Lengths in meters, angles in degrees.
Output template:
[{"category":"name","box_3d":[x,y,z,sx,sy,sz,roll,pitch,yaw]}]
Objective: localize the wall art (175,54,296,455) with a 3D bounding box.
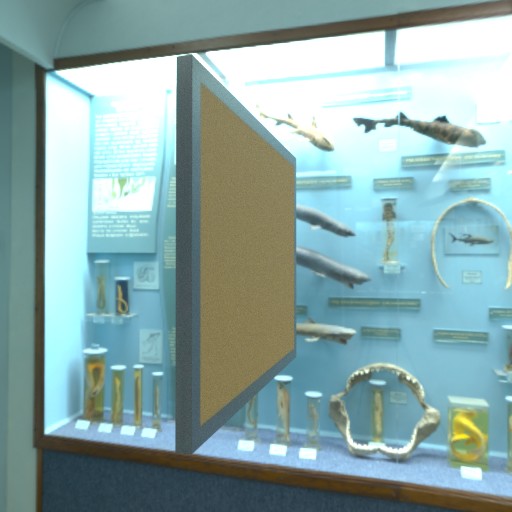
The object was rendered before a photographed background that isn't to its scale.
[{"category":"wall art","box_3d":[0.000,0.000,0.934,0.026,0.558,0.660,0,-1,18]}]
